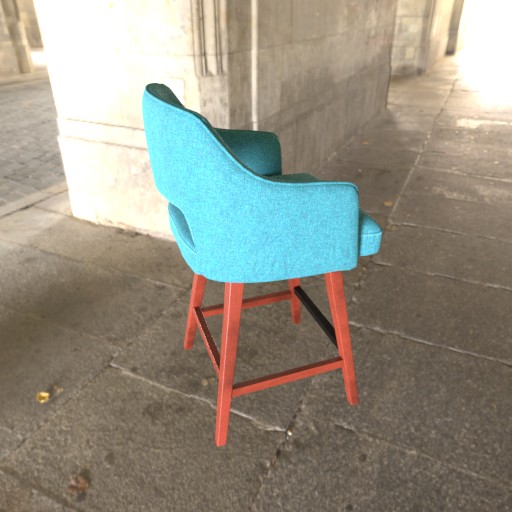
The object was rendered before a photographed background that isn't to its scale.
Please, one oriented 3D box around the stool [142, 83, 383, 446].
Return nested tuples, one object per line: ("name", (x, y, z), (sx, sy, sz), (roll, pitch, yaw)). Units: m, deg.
("stool", (0.000, 0.000, 1.321), (0.556, 0.961, 0.548), (-10, 31, -17))
